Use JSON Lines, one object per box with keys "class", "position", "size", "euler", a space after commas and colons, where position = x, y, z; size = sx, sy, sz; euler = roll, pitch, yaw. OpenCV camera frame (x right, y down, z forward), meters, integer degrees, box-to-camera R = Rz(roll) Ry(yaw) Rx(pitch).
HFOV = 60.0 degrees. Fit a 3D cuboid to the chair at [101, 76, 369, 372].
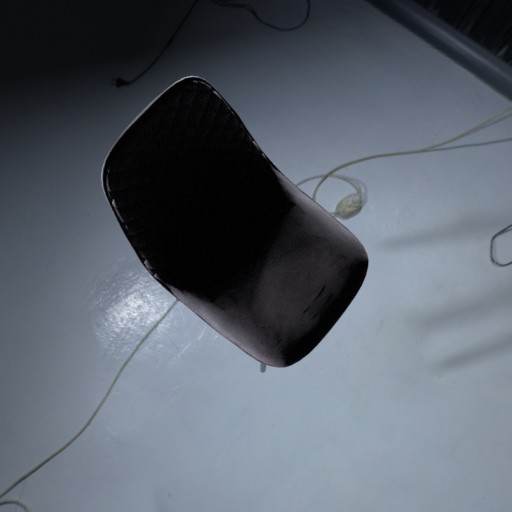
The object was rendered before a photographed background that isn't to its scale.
{"class": "chair", "position": [0.000, 0.000, 1.222], "size": [0.561, 0.889, 0.472], "euler": [39, 80, 8]}
